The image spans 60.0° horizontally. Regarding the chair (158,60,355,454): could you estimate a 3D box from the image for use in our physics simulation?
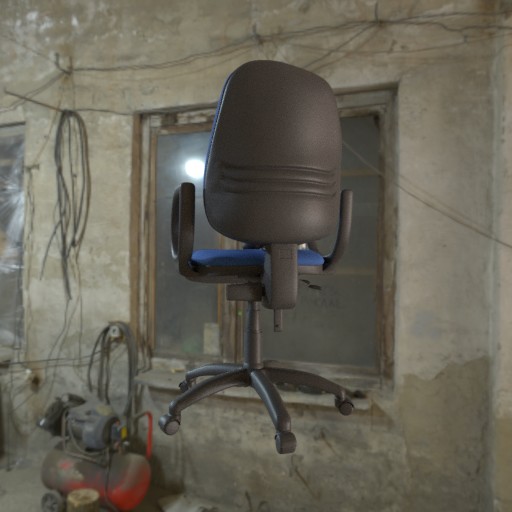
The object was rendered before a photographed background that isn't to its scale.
[{"bbox_3d":[0.000,0.000,1.258,0.552,0.905,0.549,0,0,-16],"label":"chair"}]
